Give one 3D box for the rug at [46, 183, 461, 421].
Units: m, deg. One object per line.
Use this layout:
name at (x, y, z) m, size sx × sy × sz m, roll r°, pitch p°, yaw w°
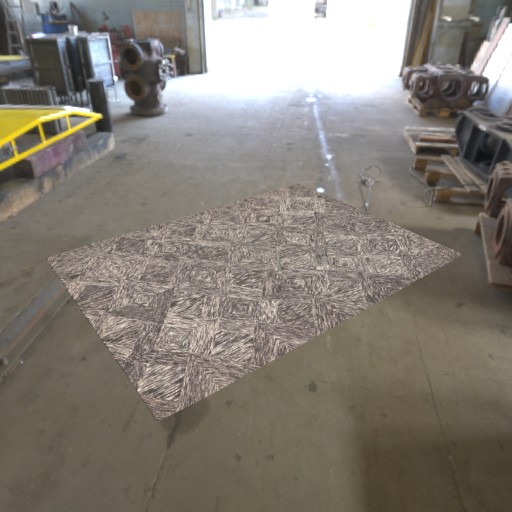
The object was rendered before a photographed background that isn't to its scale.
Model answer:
rug at (0.000, 0.000, 5.359) m, size 4.093 × 0.020 × 2.997 m, roll -21°, pitch 36°, yaw -32°
